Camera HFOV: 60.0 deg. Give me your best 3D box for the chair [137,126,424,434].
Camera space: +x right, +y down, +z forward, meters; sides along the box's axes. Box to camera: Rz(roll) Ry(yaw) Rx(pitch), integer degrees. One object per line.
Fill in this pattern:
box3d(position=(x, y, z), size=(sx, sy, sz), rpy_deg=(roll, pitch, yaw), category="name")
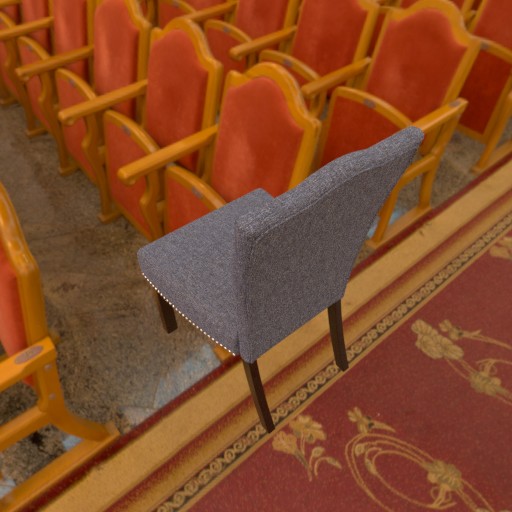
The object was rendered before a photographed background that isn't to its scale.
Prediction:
box3d(position=(0.000, 0.000, 1.311), size=(0.518, 0.946, 0.589), rpy_deg=(-31, 54, -25), category="chair")
